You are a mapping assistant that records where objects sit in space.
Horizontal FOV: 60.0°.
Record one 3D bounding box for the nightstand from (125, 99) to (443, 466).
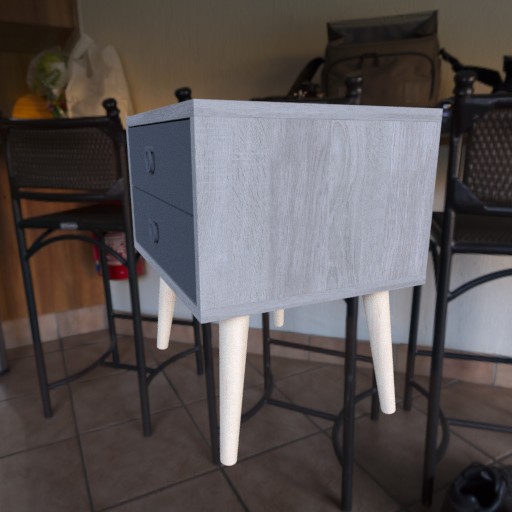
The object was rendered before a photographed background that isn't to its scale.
[{"bbox_3d":[0.000,0.000,0.817,0.380,0.500,0.450,-7,16,-24],"label":"nightstand"}]
